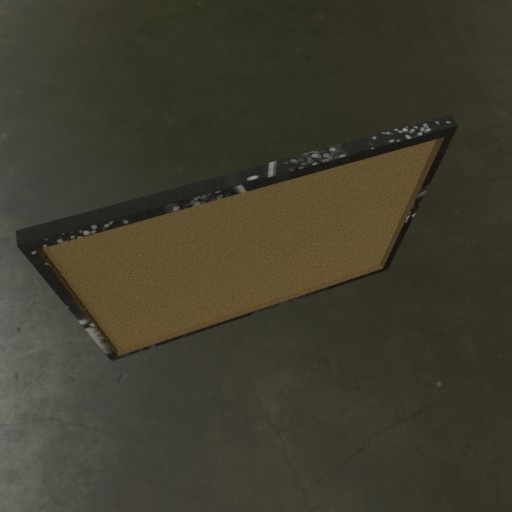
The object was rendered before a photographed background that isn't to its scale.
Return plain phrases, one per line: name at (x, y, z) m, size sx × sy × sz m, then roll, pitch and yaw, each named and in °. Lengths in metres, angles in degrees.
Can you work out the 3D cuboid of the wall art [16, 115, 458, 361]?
wall art at (0.000, 0.000, 1.133) m, size 0.914 × 0.609 × 0.038 m, roll -17°, pitch 59°, yaw -11°
